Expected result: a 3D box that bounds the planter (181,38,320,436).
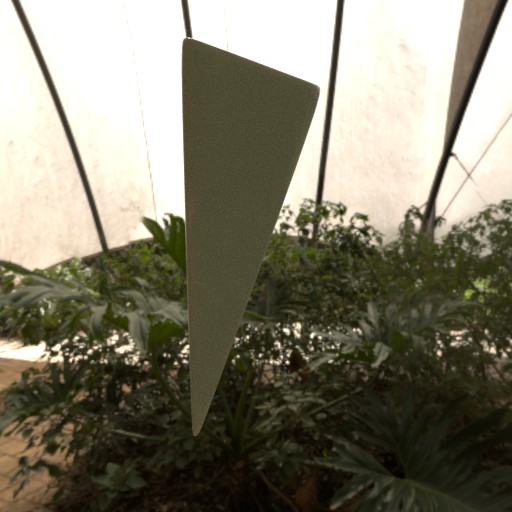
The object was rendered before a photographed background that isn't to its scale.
[{"bbox_3d":[0.000,0.000,0.220,0.064,0.178,0.080,0,0,-1],"label":"planter"}]
